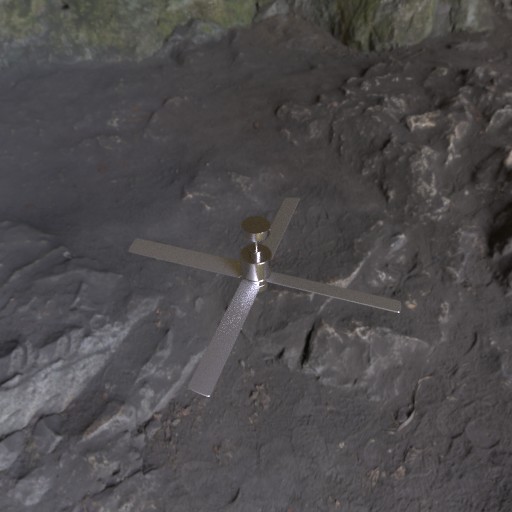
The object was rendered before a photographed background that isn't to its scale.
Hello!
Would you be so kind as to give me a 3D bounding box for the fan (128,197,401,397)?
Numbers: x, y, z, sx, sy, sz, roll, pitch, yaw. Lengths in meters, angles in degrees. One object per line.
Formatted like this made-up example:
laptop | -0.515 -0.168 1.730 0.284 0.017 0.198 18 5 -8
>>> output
fan | 0.000 0.000 2.002 1.322 0.355 1.322 13 43 14
